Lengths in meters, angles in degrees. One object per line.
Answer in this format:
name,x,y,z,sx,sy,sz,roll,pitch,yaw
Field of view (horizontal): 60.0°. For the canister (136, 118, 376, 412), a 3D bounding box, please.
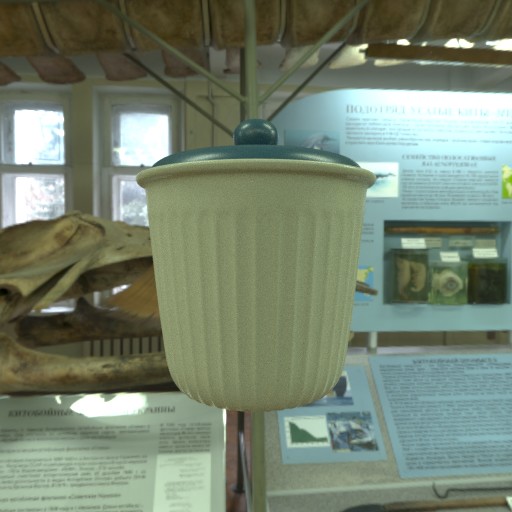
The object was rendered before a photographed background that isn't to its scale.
canister,0.000,0.000,0.347,0.181,0.211,0.181,0,2,0
